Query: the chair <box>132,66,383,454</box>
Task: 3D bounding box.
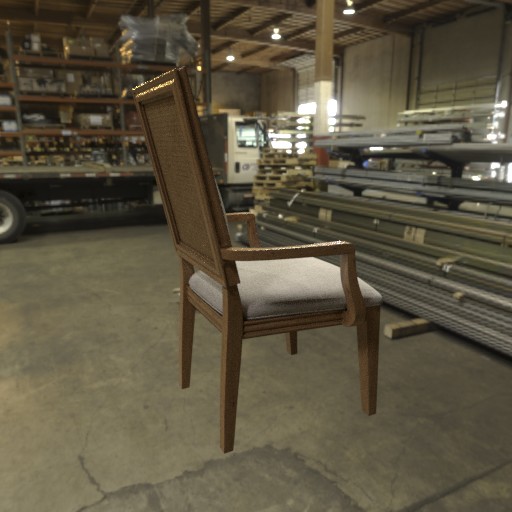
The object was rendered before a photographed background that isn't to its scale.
[{"bbox_3d":[0.000,0.000,1.366,0.602,0.990,0.606,-7,16,-26],"label":"chair"}]
